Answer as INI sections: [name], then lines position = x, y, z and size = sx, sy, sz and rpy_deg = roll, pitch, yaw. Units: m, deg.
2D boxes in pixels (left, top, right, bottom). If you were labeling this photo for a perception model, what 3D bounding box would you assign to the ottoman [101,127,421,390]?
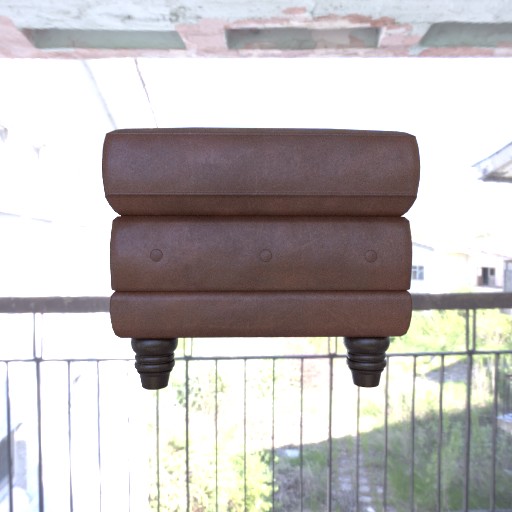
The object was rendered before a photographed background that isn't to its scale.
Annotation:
[ottoman]
position = 0.000, 0.000, 1.191
size = 0.588, 0.509, 0.795
rpy_deg = 0, 1, -2
